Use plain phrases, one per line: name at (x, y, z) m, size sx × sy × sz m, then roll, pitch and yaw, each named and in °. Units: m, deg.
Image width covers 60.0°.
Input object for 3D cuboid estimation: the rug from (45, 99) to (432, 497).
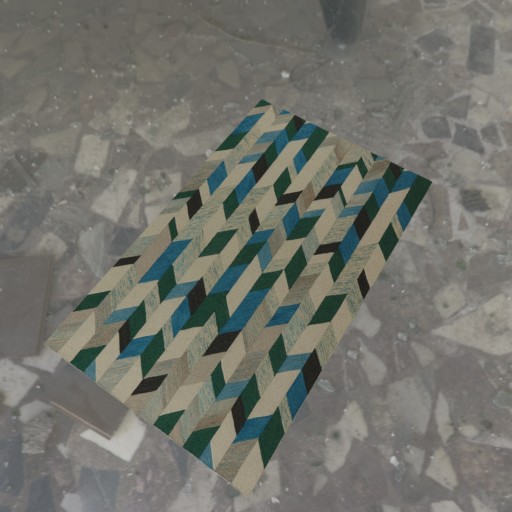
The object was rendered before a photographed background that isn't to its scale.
rug at (0.000, 0.000, 2.977) m, size 1.507 × 0.007 × 2.433 m, roll 31°, pitch 68°, yaw 14°
